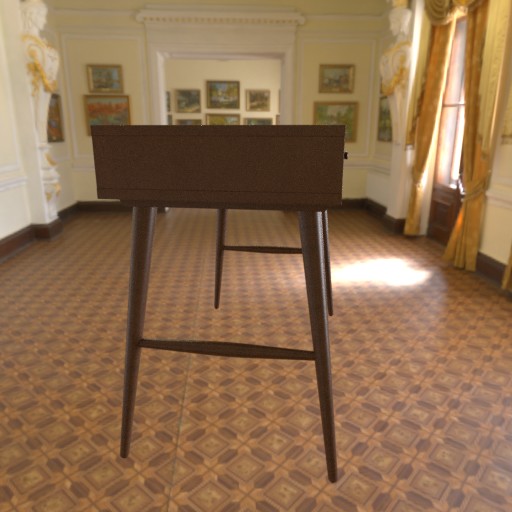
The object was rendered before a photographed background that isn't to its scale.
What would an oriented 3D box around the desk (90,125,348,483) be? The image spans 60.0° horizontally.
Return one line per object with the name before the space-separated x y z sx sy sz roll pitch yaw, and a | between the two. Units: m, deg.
desk | 0.000 0.000 1.347 0.510 0.758 0.949 2 16 9
